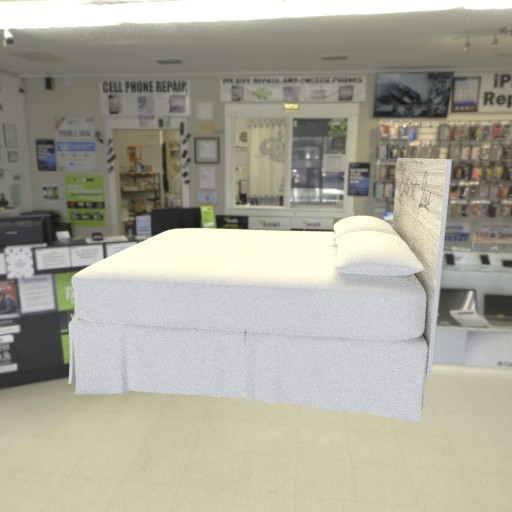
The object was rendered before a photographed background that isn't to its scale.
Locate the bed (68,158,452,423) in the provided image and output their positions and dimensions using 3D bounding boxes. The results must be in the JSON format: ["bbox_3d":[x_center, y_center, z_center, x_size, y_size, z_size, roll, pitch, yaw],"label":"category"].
[{"bbox_3d":[0.000,0.000,3.103,2.094,1.335,1.745,2,13,9],"label":"bed"}]
